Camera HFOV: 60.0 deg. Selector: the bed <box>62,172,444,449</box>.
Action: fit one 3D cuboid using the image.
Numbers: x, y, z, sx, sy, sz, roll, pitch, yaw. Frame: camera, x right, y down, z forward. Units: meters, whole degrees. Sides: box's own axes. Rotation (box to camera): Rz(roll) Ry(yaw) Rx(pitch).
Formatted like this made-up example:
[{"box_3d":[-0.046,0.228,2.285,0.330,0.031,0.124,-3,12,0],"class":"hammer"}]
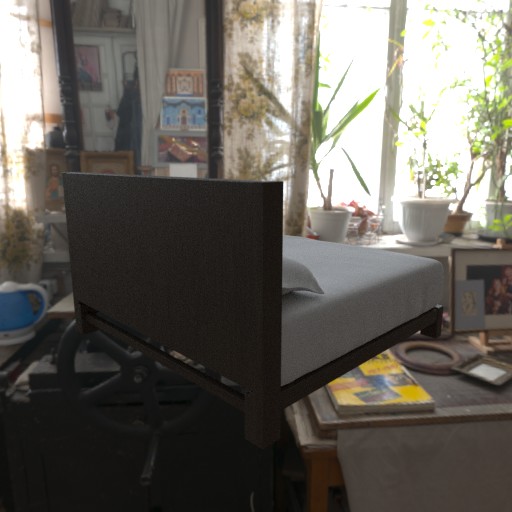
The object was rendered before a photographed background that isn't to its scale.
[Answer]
[{"box_3d":[0.000,0.000,3.426,2.012,1.270,2.134,-12,17,-43],"class":"bed"}]
